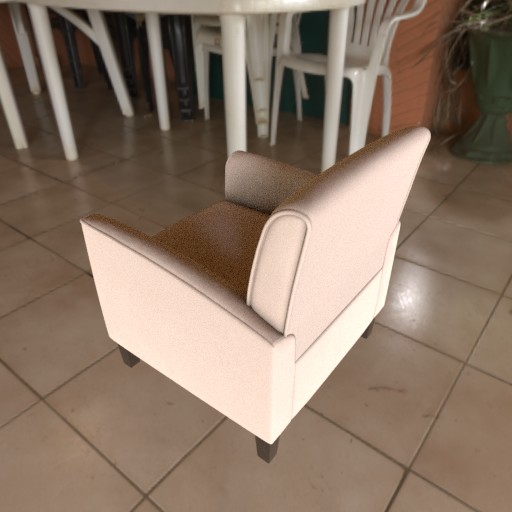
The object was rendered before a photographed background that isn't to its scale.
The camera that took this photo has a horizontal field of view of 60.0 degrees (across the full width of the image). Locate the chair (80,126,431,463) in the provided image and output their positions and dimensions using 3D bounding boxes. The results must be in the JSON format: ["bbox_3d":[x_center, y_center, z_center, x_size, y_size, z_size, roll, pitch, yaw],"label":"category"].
[{"bbox_3d":[0.000,0.000,1.568,0.820,0.915,0.820,22,39,30],"label":"chair"}]
